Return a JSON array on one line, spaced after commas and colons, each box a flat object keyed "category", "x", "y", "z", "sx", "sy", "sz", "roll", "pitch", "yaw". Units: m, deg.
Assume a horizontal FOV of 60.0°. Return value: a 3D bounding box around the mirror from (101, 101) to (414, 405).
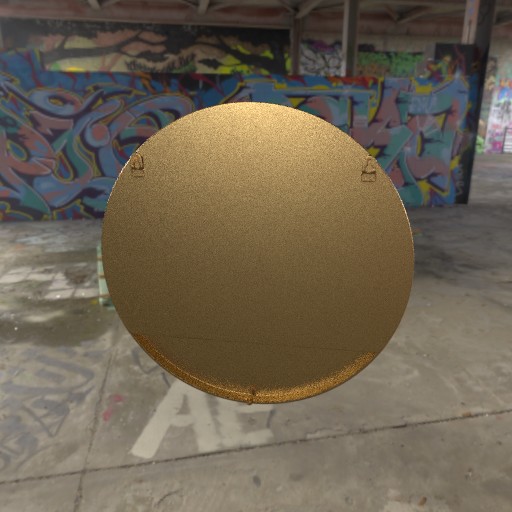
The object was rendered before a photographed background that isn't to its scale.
[{"category": "mirror", "x": 0.000, "y": 0.000, "z": 0.702, "sx": 0.457, "sy": 0.457, "sz": 0.133, "roll": 3, "pitch": 17, "yaw": 9}]
